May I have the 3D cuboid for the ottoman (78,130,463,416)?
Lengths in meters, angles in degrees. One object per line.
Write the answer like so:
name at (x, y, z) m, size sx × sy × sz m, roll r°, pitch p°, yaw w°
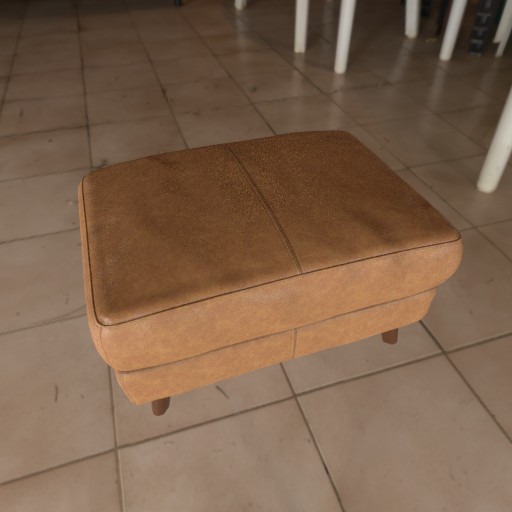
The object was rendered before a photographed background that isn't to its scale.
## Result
ottoman at (0.000, 0.000, 1.234) m, size 0.869 × 0.461 × 0.630 m, roll -13°, pitch 43°, yaw -14°
